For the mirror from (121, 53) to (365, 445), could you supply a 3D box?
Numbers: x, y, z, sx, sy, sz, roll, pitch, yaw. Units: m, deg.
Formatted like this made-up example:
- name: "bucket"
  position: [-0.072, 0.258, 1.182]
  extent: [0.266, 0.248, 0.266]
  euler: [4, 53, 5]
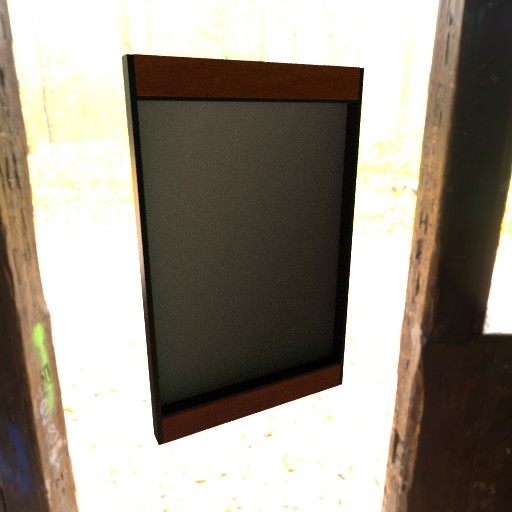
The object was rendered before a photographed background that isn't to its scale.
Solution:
- name: "mirror"
  position: [0.000, 0.000, 1.022]
  extent: [0.525, 0.823, 0.047]
  euler: [-9, 20, -26]
